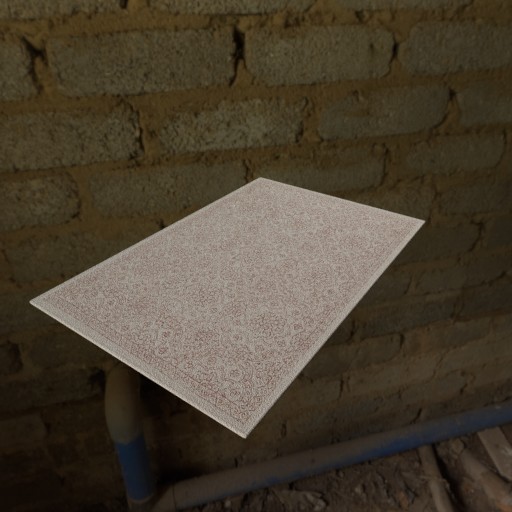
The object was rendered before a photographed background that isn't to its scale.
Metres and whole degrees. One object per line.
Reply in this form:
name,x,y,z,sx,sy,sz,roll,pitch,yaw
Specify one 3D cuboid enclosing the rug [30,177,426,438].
rug,0.000,0.000,2.336,1.219,0.010,1.829,20,37,29
